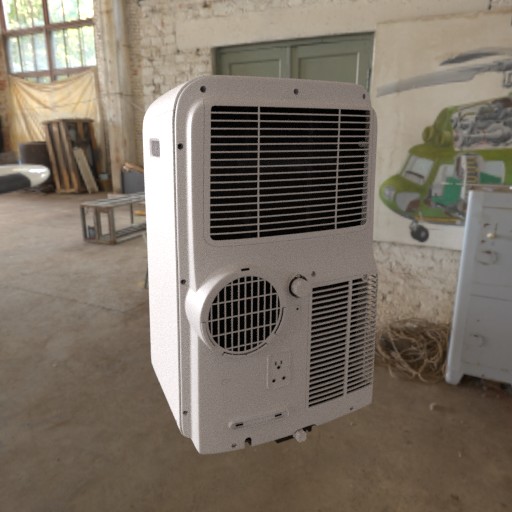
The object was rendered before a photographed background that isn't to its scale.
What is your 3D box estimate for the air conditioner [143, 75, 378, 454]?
[{"bbox_3d":[0.000,0.000,1.067,0.478,0.765,0.467,-7,17,-25],"label":"air conditioner"}]
